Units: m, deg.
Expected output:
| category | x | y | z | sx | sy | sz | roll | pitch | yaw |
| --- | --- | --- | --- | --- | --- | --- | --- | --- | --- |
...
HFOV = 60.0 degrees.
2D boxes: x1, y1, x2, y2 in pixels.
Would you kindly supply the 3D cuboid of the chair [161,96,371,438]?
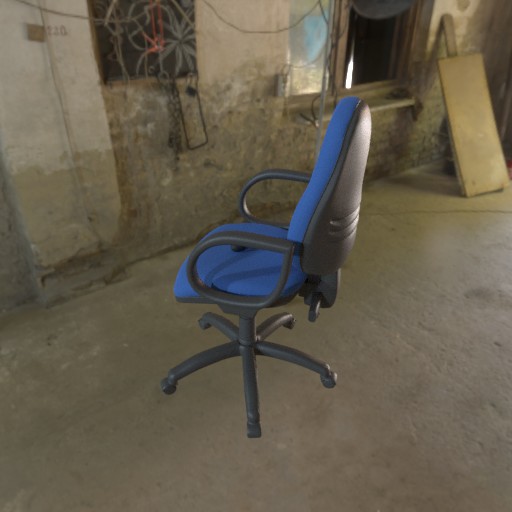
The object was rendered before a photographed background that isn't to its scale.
| category | x | y | z | sx | sy | sz | roll | pitch | yaw |
| --- | --- | --- | --- | --- | --- | --- | --- | --- | --- |
| chair | 0.000 | 0.000 | 1.274 | 0.549 | 0.905 | 0.552 | 8 | 32 | 13 |
